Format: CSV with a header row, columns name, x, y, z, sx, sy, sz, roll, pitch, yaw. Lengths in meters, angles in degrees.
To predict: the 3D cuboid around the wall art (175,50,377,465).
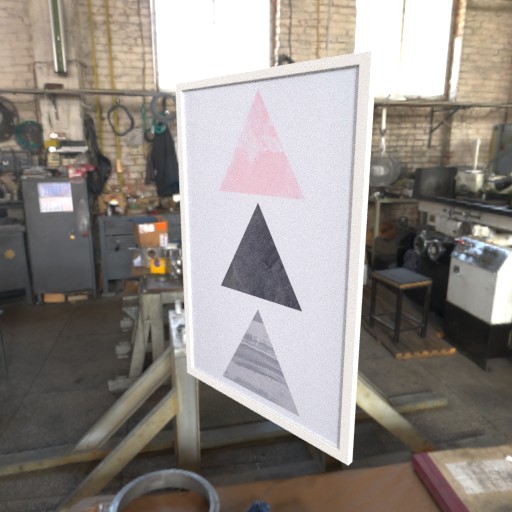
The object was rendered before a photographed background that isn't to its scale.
name,x,y,z,sx,sy,sz,roll,pitch,yaw
wall art,0.000,0.000,0.839,0.456,0.656,0.013,13,19,43
